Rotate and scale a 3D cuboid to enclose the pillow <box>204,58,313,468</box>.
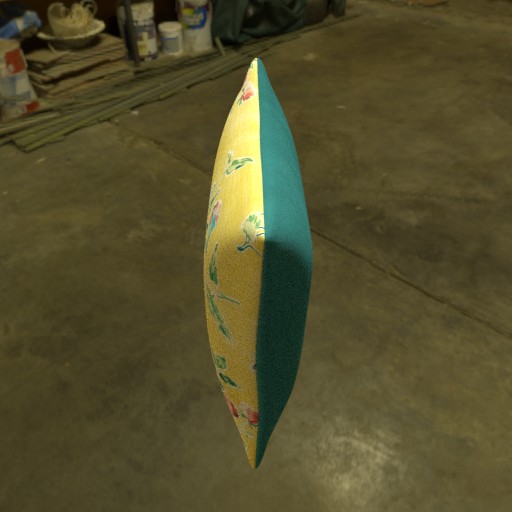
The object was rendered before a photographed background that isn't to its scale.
[{"bbox_3d":[0.000,0.000,0.780,0.166,0.508,0.525,0,42,-1],"label":"pillow"}]
